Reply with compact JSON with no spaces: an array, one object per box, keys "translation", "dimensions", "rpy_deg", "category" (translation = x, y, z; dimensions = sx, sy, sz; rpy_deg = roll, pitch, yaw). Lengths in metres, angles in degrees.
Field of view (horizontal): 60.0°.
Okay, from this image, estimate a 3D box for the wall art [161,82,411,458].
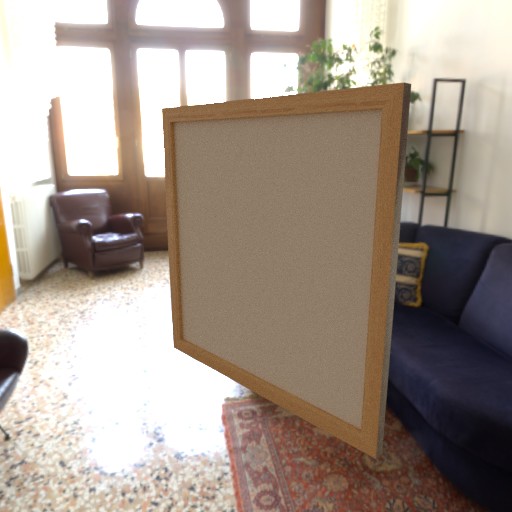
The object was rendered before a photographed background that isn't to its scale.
[{"translation":[0.000,0.000,1.135],"dimensions":[0.027,0.762,0.762],"rpy_deg":[-13,19,-43],"category":"wall art"}]
